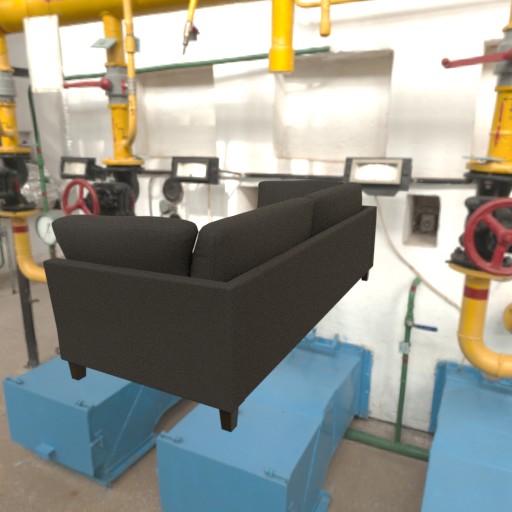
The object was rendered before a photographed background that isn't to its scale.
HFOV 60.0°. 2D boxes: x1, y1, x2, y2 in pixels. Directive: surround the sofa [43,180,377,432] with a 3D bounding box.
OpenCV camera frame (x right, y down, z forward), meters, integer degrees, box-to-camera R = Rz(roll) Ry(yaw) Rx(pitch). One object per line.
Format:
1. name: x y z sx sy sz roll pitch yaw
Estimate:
1. sofa: 0.000 0.000 2.751 0.969 0.792 2.312 7 16 26
